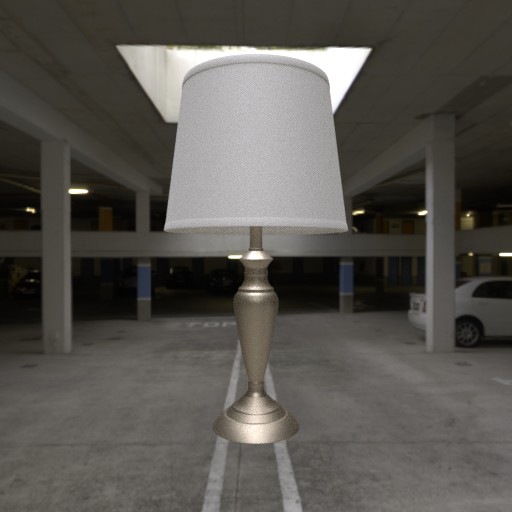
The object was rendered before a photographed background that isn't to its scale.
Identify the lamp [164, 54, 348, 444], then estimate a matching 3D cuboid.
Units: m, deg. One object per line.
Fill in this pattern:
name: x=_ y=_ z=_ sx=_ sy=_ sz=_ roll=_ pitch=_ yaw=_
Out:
lamp: x=0.000 y=0.000 z=0.808 sx=0.328 sy=0.619 sz=0.328 roll=0 pitch=0 yaw=0
